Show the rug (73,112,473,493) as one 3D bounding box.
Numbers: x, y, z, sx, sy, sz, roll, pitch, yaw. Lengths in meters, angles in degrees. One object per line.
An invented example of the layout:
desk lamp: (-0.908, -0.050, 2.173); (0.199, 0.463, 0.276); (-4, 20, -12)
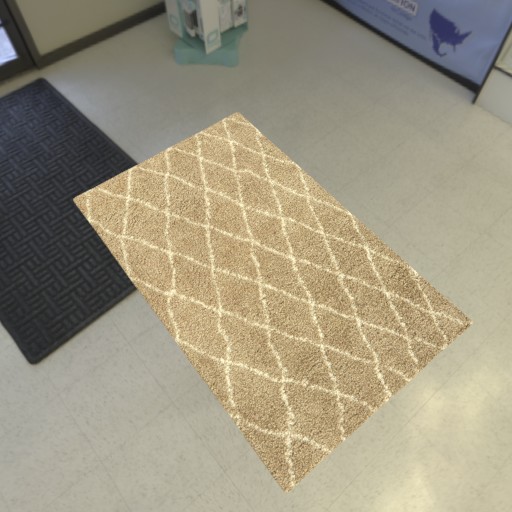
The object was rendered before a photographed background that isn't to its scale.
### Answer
rug: (0.000, 0.000, 3.009); (1.524, 0.030, 2.438); (-34, 64, -19)
